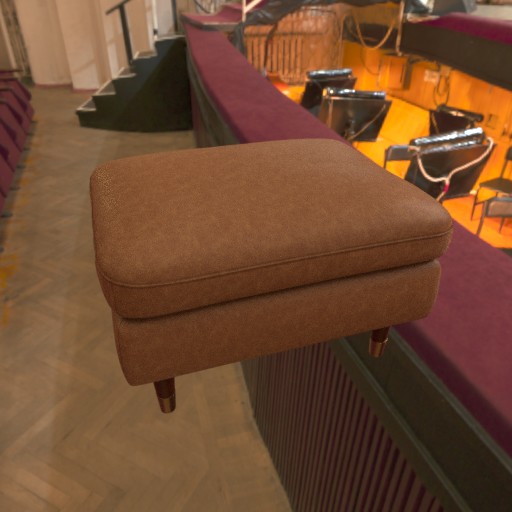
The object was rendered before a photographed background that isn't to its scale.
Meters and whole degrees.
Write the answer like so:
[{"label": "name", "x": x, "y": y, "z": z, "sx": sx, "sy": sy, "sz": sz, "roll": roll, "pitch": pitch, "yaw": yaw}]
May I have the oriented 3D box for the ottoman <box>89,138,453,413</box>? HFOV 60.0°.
[{"label": "ottoman", "x": 0.000, "y": 0.000, "z": 1.138, "sx": 0.747, "sy": 0.478, "sz": 0.593, "roll": -10, "pitch": 34, "yaw": -16}]
